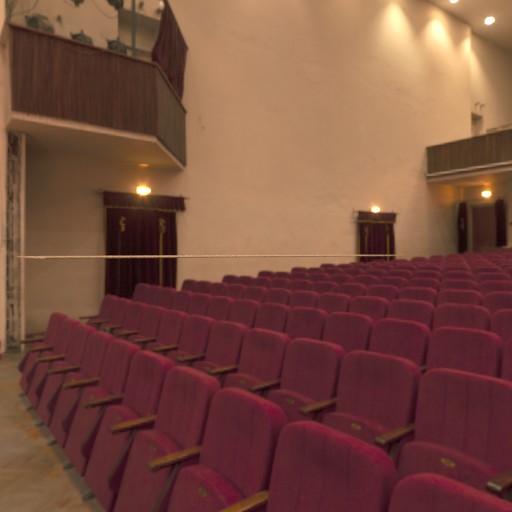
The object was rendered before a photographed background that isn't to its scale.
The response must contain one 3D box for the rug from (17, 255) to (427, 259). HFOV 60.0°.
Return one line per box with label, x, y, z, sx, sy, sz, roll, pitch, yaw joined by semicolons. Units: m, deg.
rug;0.000;0.000;2.638;2.437;0.005;0.688;0;1;-36
